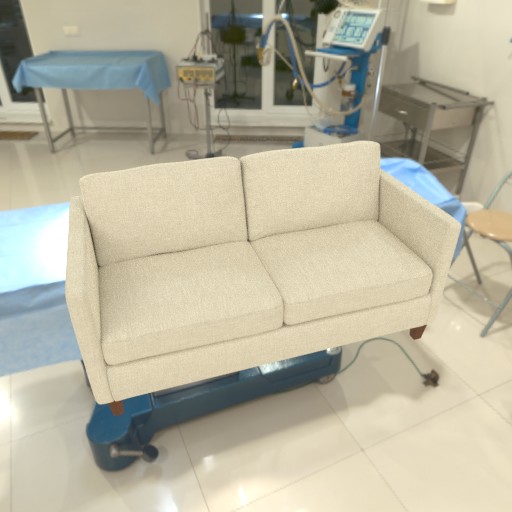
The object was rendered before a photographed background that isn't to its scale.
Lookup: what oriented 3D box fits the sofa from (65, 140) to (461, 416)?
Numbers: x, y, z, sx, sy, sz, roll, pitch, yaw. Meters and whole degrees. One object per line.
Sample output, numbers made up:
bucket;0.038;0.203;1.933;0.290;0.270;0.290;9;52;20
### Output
sofa;0.000;0.000;2.422;1.838;0.963;0.950;-10;34;-15
